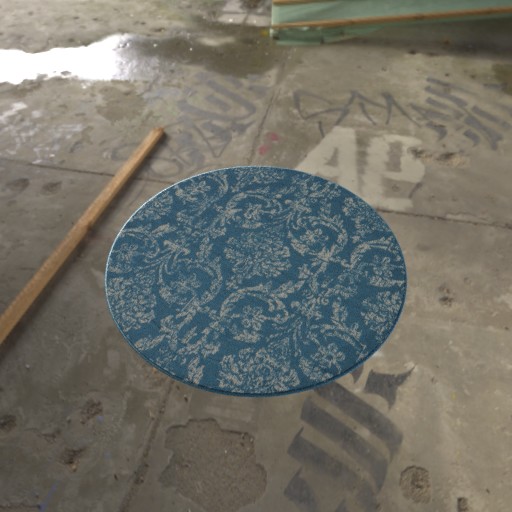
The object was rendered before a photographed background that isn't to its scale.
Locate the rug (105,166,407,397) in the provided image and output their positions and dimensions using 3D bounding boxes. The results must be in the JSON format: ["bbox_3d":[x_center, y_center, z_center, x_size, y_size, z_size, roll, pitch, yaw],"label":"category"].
[{"bbox_3d":[0.000,0.000,2.394,1.593,0.012,1.593,0,48,0],"label":"rug"}]
